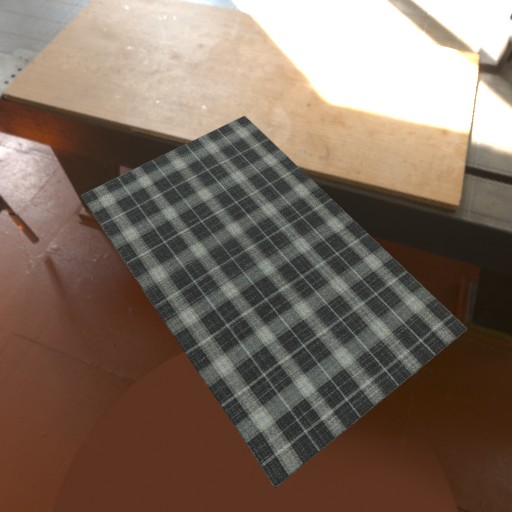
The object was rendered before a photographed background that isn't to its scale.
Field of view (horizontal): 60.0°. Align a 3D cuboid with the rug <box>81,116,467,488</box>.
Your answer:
[{"bbox_3d":[0.000,0.000,3.063,1.520,0.015,2.434,-31,63,-18],"label":"rug"}]
